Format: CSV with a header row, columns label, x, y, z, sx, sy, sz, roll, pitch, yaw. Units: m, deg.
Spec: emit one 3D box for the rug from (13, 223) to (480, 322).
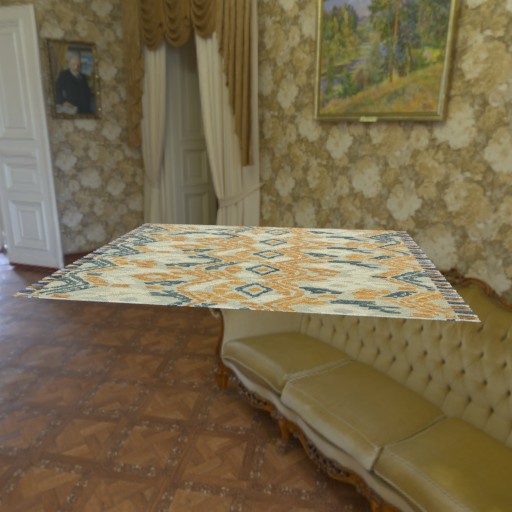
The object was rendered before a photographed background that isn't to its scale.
label,x,y,z,sx,sy,sz,roll,pitch,yaw
rug,0.000,0.000,3.992,3.048,0.010,2.439,2,16,8
